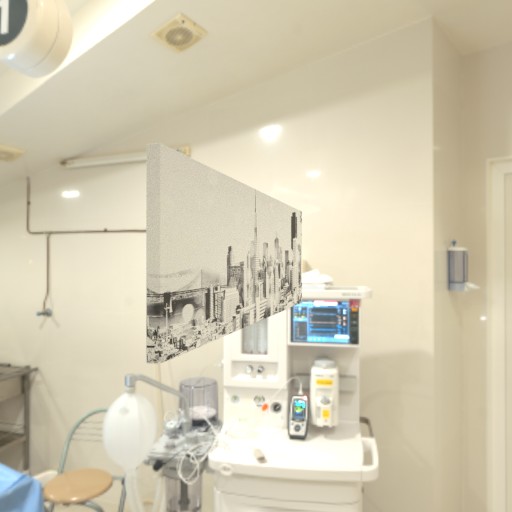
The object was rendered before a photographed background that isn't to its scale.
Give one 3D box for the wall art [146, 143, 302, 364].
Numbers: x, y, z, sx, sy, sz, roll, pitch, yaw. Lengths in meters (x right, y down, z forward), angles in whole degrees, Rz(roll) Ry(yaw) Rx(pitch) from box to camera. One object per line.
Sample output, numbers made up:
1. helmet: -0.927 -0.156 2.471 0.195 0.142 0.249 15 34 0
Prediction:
1. wall art: 0.000 0.000 1.741 0.039 0.507 1.520 0 0 18
